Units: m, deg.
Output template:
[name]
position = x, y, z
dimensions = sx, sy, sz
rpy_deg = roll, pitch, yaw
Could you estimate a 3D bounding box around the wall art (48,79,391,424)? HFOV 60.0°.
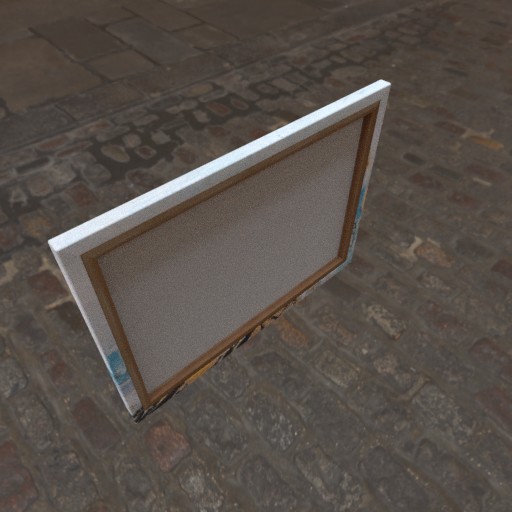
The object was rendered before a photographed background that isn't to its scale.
[wall art]
position = 0.000, 0.000, 1.327
dimensions = 1.016, 0.762, 0.038
rpy_deg = -33, 54, -27
